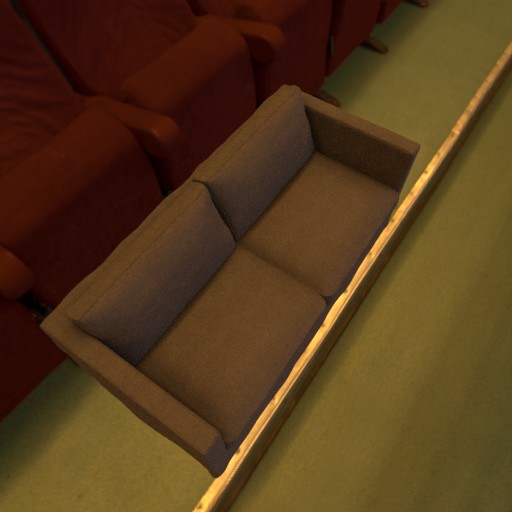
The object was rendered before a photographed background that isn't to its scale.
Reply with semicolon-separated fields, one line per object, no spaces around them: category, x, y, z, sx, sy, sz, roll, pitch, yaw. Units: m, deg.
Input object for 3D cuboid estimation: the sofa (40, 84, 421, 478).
sofa;0.000;0.000;2.425;0.953;0.855;1.982;31;63;17
